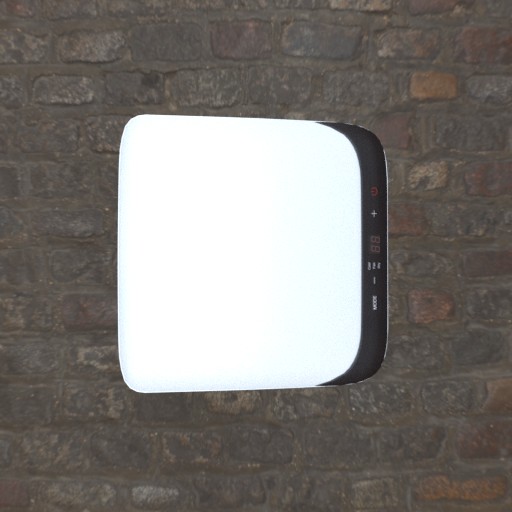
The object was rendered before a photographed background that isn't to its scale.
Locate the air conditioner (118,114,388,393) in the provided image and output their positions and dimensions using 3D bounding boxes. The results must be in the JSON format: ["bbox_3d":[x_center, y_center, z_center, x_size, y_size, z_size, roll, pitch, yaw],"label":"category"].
[{"bbox_3d":[0.000,0.000,0.905,0.369,0.716,0.352,0,89,-1],"label":"air conditioner"}]
